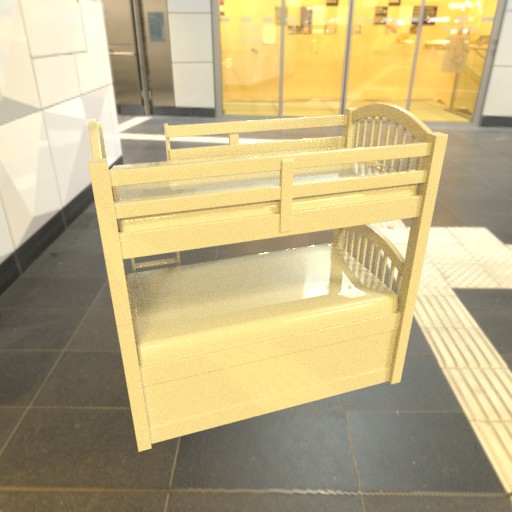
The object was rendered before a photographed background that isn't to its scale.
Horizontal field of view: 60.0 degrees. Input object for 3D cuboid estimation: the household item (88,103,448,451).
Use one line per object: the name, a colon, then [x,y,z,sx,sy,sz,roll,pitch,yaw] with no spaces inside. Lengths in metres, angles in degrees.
household item: [0.000,0.000,3.246,2.032,2.032,1.143,-9,28,-17]
